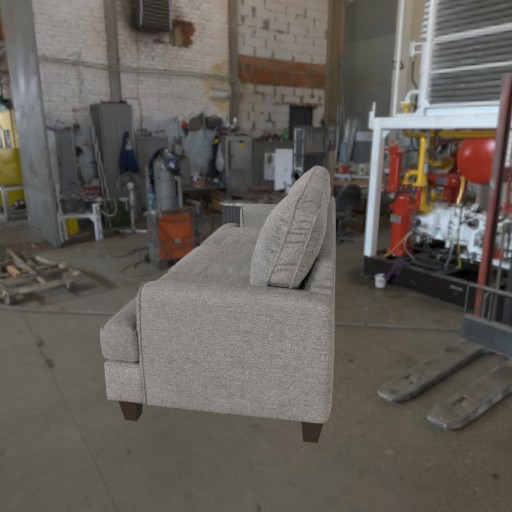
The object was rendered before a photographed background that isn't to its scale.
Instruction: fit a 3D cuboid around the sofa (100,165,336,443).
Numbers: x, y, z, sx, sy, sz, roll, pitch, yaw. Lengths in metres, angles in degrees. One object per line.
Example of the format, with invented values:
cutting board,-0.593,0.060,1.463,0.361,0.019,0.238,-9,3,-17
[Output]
sofa,0.000,0.000,2.696,0.951,0.965,2.158,3,16,9
